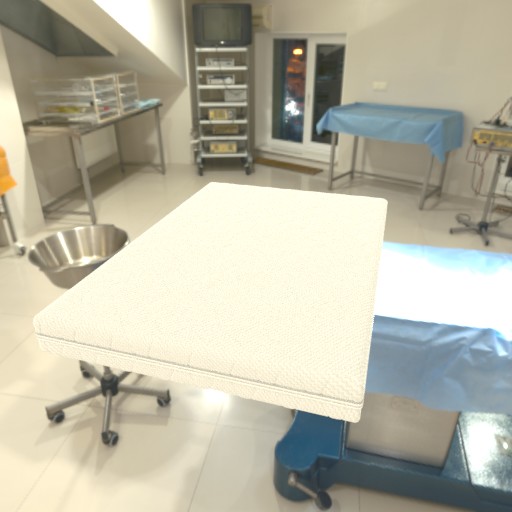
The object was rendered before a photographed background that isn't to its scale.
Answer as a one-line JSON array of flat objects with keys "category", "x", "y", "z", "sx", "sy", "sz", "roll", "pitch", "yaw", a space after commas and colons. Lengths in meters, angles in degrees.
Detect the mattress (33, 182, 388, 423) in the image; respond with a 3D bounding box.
[{"category": "mattress", "x": 0.000, "y": 0.000, "z": 2.588, "sx": 1.400, "sy": 0.200, "sz": 2.000, "roll": 8, "pitch": 28, "yaw": 15}]
